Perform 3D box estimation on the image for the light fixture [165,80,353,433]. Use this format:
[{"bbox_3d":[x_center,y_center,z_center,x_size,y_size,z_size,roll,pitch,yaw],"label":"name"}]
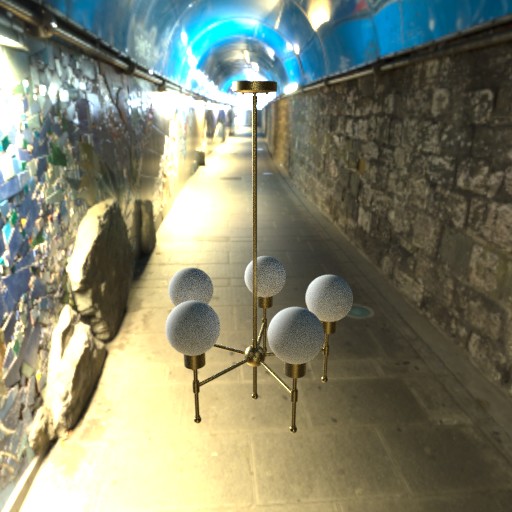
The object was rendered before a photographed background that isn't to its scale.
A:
[{"bbox_3d":[0.000,0.000,1.825,0.815,1.331,0.785,3,18,8],"label":"light fixture"}]
